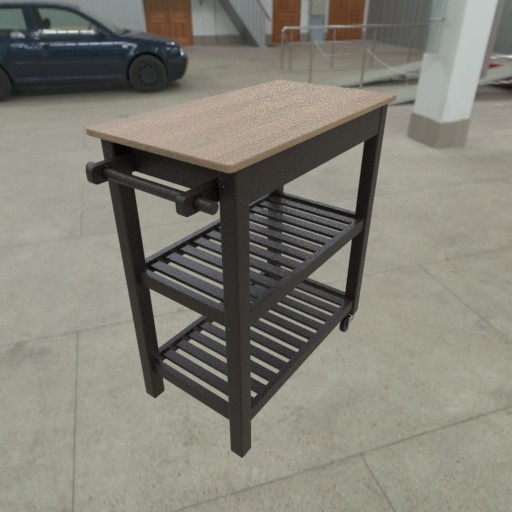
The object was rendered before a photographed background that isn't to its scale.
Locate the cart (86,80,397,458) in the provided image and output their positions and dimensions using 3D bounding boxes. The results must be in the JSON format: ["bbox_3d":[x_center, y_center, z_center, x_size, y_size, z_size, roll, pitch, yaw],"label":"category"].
[{"bbox_3d":[0.000,0.000,1.452,0.457,0.927,0.899,21,37,31],"label":"cart"}]
